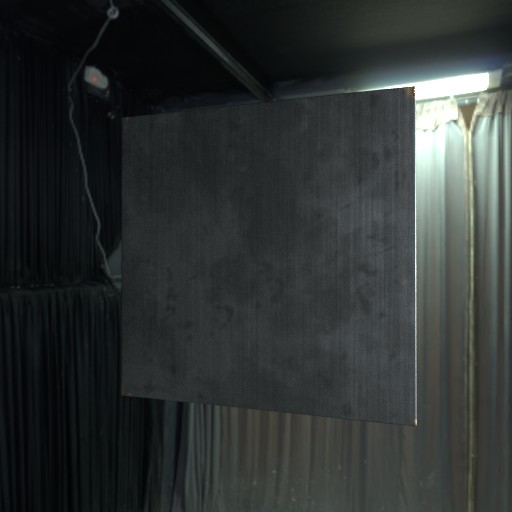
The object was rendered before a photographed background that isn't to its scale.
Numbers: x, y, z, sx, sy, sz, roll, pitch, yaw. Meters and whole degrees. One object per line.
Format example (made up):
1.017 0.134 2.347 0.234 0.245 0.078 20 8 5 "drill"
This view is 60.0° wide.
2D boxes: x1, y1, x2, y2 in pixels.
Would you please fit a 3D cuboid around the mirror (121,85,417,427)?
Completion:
0.000 0.000 0.561 0.382 0.381 0.020 0 0 17 "mirror"
